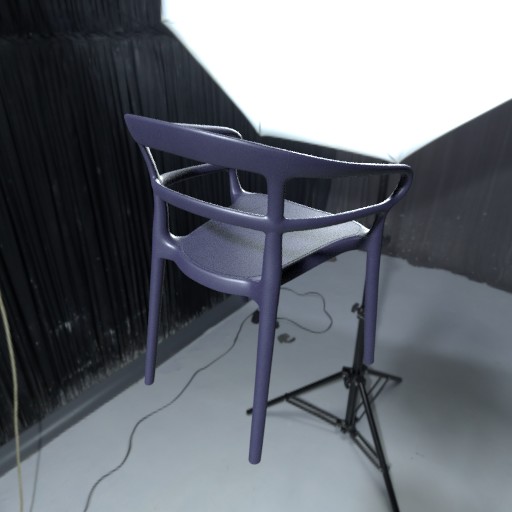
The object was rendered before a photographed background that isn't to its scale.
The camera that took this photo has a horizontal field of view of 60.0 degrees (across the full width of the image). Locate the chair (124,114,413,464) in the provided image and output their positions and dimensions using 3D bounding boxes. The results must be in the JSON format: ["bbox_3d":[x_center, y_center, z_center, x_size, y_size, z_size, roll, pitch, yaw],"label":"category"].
[{"bbox_3d":[0.000,0.000,1.126,0.559,0.761,0.527,22,36,34],"label":"chair"}]
